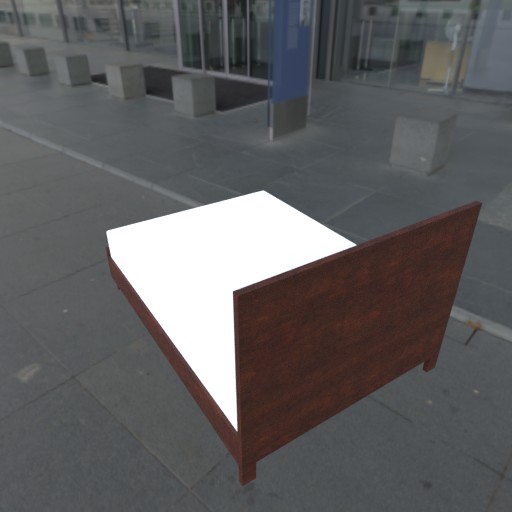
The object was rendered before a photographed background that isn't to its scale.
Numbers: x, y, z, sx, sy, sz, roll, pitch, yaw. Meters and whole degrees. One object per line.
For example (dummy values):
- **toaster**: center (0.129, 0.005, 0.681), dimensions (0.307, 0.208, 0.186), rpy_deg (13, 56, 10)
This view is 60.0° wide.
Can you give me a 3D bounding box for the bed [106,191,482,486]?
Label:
- **bed**: center (0.000, 0.000, 3.218), dimensions (1.600, 1.270, 2.184), rpy_deg (-19, 36, -28)
